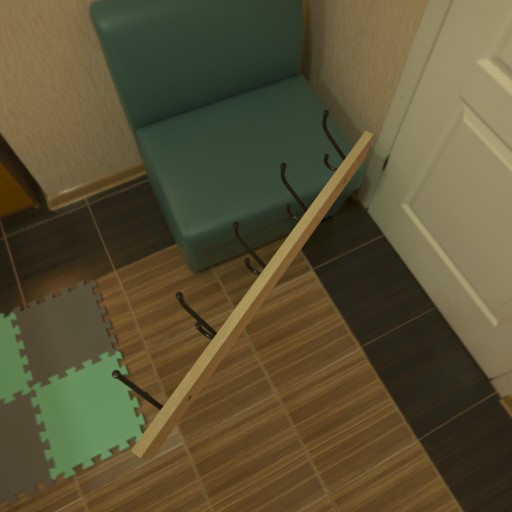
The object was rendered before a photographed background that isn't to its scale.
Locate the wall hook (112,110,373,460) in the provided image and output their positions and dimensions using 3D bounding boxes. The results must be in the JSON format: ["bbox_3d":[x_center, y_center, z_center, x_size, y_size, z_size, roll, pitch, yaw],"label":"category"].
[{"bbox_3d":[0.000,0.000,0.617,0.071,0.117,0.571,31,68,14],"label":"wall hook"}]
